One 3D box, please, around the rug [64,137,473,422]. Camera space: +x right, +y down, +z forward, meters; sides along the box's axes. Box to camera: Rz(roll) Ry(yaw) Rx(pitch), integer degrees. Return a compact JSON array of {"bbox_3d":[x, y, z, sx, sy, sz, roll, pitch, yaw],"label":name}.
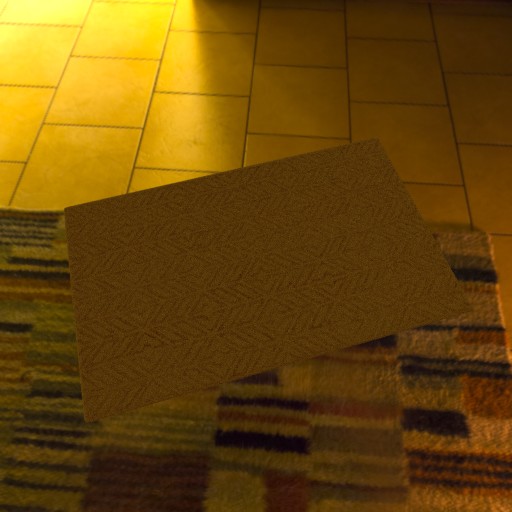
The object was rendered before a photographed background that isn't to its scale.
[{"bbox_3d":[0.000,0.000,2.996,2.438,0.008,1.523,-14,63,-8],"label":"rug"}]
